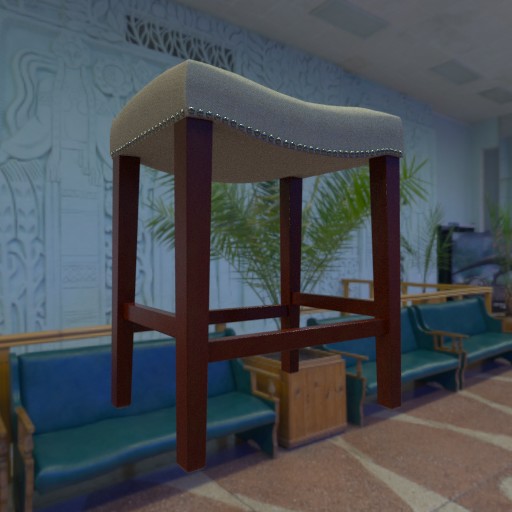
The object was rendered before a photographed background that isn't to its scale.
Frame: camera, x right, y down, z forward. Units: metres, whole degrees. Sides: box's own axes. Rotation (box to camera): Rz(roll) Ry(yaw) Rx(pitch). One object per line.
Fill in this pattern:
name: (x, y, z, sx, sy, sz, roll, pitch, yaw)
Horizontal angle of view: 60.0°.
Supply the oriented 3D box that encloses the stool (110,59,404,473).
stool: (0.000, 0.000, 0.934, 0.509, 0.632, 0.375, 0, 0, -35)
